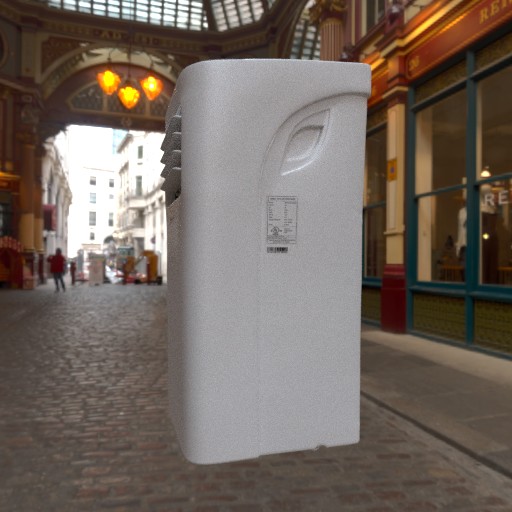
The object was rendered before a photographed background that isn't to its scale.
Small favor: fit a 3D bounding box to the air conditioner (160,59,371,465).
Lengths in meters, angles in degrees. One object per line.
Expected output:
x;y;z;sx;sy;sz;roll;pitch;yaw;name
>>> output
0.000;0.000;0.915;0.369;0.716;0.352;0;0;-17;air conditioner
